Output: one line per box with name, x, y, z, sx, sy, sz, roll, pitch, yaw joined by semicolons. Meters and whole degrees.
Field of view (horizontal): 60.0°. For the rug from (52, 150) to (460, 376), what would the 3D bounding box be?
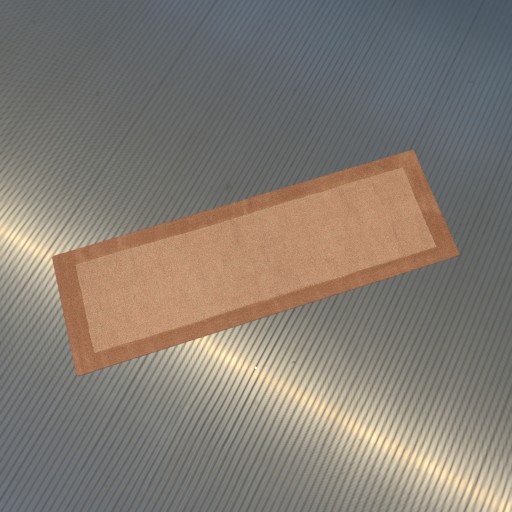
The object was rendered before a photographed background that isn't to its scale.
rug;0.000;0.000;2.773;2.439;0.017;0.764;-17;76;-4
